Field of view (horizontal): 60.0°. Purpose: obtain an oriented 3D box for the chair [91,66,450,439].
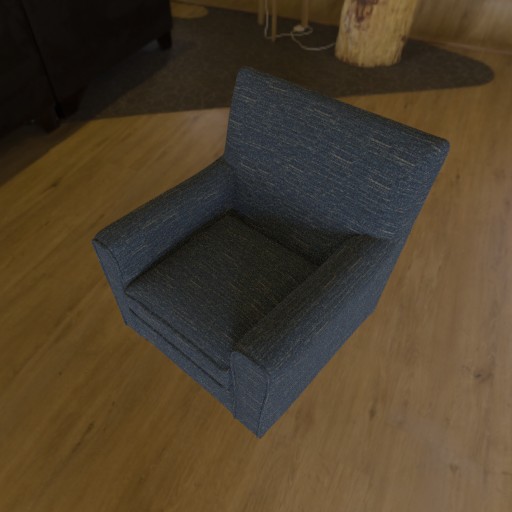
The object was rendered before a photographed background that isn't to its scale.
[{"bbox_3d":[0.000,0.000,1.665,0.864,0.928,0.873,32,54,27],"label":"chair"}]
